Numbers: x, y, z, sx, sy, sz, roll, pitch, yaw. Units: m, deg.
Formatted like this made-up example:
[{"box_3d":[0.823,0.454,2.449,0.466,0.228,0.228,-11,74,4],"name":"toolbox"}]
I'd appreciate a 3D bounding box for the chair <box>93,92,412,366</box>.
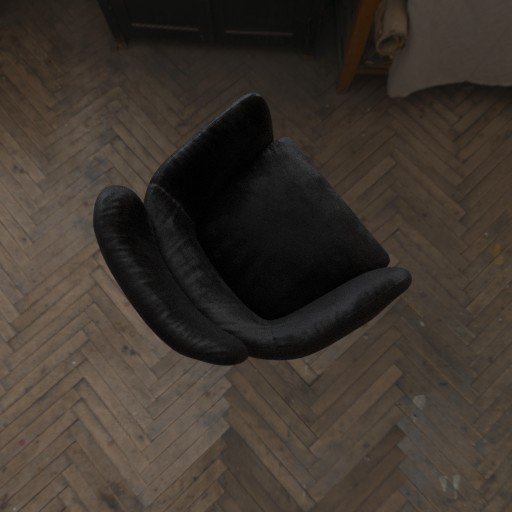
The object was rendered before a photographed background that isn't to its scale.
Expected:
[{"box_3d":[0.000,0.000,1.249,0.604,0.818,0.640,-35,78,-8],"name":"chair"}]
